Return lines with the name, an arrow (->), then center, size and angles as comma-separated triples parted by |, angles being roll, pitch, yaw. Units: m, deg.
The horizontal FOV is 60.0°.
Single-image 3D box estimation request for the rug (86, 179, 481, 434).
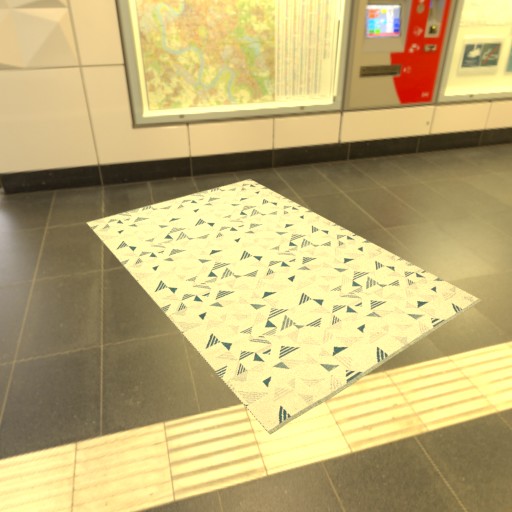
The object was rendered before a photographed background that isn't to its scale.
rug -> 0.000, 0.000, 2.338 | 1.206, 0.003, 1.835 | -21, 37, -30
